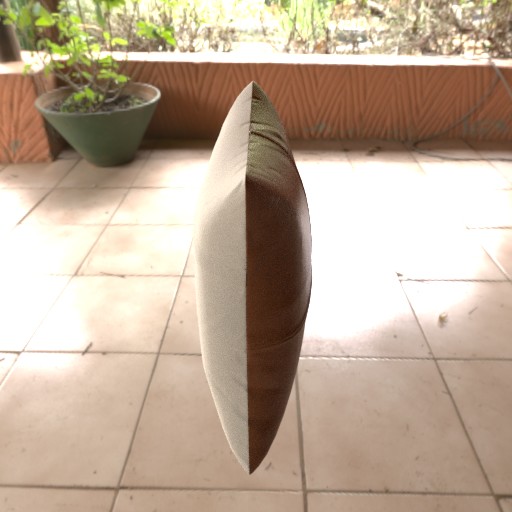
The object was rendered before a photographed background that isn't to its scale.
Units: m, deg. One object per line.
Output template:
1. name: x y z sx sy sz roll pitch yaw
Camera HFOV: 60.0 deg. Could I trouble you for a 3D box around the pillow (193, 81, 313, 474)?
1. pillow: 0.000 0.000 0.753 0.192 0.477 0.501 0 32 0
